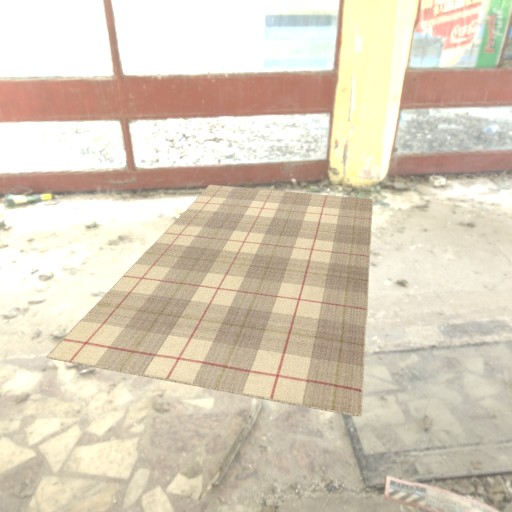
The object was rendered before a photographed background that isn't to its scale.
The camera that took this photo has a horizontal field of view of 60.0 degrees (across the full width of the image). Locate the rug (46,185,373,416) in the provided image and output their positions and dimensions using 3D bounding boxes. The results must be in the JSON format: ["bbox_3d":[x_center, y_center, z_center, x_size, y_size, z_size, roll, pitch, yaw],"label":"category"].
[{"bbox_3d":[0.000,0.000,3.069,1.549,0.010,2.464,7,30,12],"label":"rug"}]
